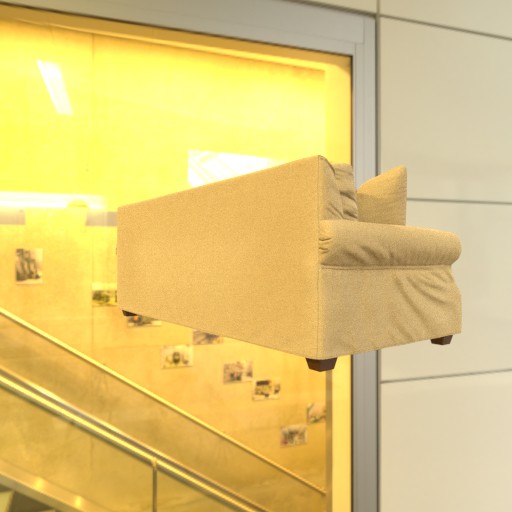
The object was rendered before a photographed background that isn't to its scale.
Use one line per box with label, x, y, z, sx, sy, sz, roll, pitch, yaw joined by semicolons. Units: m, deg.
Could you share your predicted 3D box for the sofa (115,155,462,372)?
sofa;0.000;0.000;2.818;1.067;0.904;2.285;0;0;-37
